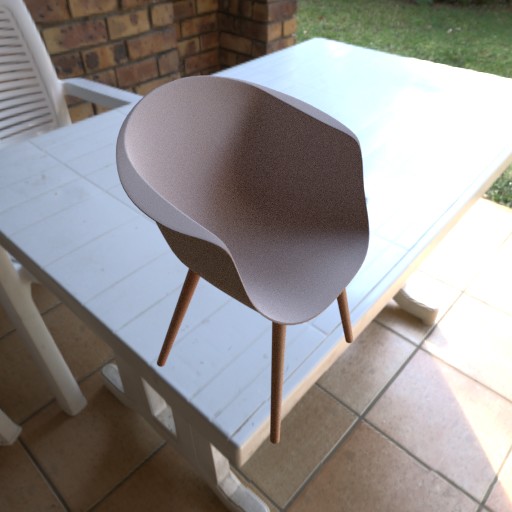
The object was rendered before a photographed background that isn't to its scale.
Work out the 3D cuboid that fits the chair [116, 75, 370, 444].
[{"bbox_3d":[0.000,0.000,1.147,0.504,0.781,0.593,26,47,27],"label":"chair"}]
